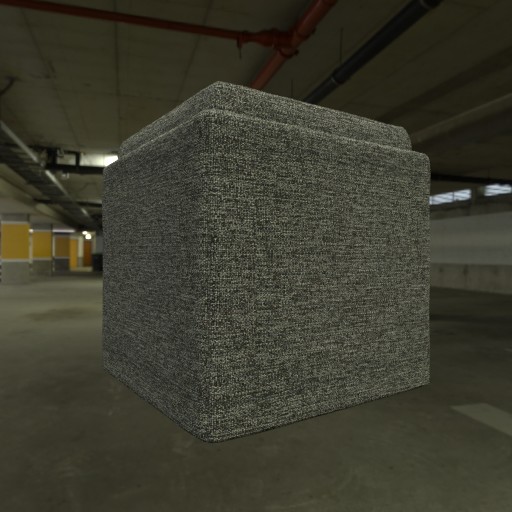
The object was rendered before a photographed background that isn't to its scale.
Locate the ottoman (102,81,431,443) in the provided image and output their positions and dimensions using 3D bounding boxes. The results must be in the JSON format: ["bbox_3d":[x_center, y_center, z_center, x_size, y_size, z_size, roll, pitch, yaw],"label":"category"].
[{"bbox_3d":[0.000,0.000,0.821,0.450,0.463,0.450,0,0,-35],"label":"ottoman"}]
